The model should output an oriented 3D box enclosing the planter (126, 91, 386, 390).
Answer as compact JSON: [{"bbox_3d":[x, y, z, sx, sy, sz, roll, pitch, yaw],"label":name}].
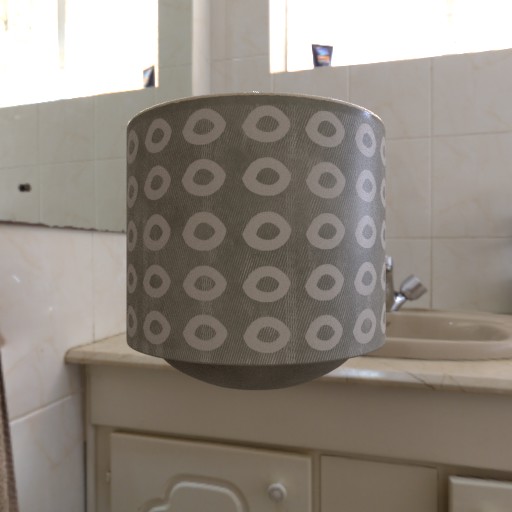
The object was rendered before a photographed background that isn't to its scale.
[{"bbox_3d":[0.000,0.000,0.339,0.190,0.181,0.190,0,0,0],"label":"planter"}]
